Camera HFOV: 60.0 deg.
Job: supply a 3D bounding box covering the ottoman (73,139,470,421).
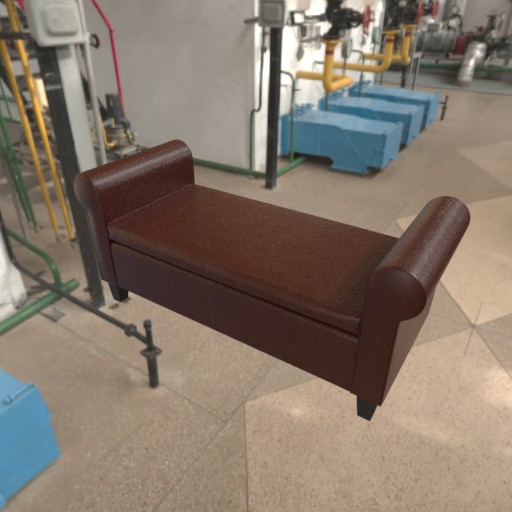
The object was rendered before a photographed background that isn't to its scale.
[{"bbox_3d":[0.000,0.000,1.591,1.256,0.547,0.521,19,36,28],"label":"ottoman"}]
